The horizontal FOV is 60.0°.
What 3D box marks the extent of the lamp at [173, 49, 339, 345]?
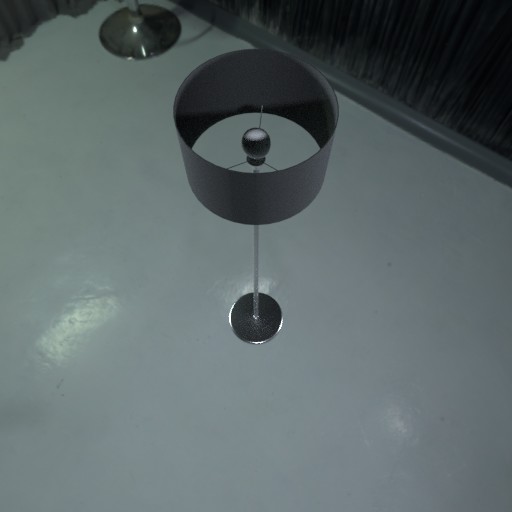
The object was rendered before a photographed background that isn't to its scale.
[{"bbox_3d":[0.000,0.000,1.581,0.348,1.443,0.348,33,68,15],"label":"lamp"}]
